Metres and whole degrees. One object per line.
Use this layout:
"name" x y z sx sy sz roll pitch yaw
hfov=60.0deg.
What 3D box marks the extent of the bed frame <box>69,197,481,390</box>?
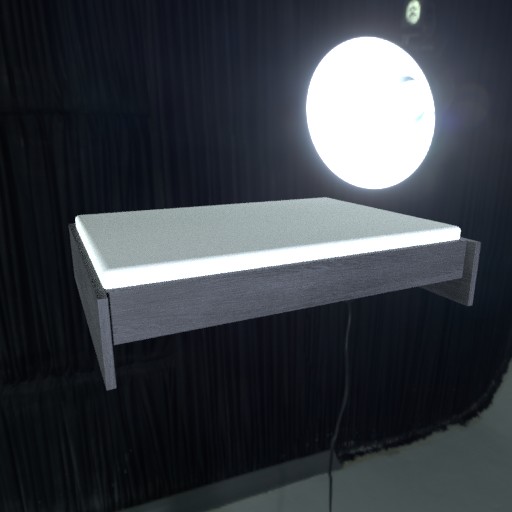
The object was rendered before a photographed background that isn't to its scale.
"bed frame" 0.000 0.000 2.642 1.950 0.432 1.490 -7 17 -25
